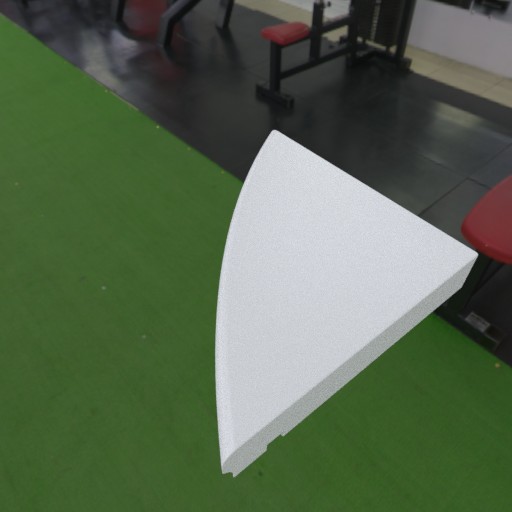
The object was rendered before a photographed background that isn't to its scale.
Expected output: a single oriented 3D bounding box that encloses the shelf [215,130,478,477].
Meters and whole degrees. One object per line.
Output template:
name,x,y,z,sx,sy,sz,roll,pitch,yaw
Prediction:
shelf,0.000,0.000,0.464,0.310,0.050,0.310,-31,53,-26
